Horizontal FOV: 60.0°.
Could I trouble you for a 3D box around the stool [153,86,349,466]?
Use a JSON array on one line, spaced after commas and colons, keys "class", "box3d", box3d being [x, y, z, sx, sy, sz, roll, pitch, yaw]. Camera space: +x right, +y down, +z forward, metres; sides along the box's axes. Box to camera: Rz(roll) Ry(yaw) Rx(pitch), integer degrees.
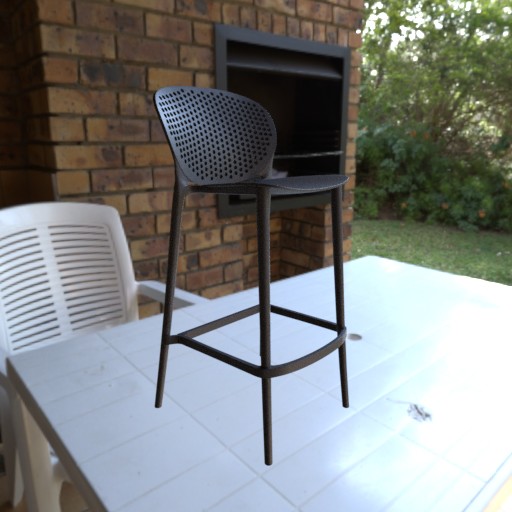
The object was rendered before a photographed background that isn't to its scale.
[{"class": "stool", "box3d": [0.000, 0.000, 1.405, 0.535, 1.045, 0.536, 14, 20, 43]}]
